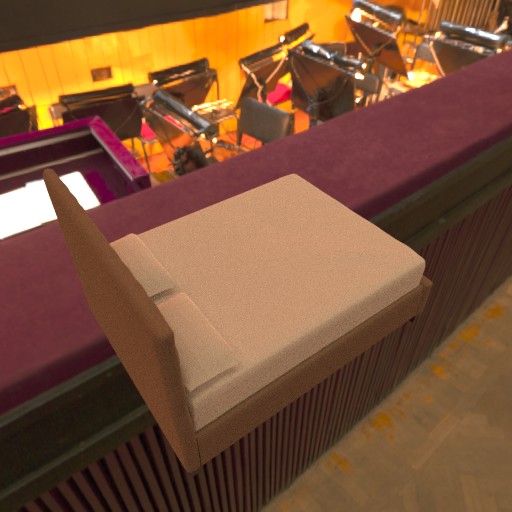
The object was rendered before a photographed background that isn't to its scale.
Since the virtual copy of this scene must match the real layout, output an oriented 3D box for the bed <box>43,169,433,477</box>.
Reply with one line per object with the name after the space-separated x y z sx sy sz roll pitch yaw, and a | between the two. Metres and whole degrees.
0.000 0.000 3.296 2.233 1.426 1.696 -26 48 -26 | bed
